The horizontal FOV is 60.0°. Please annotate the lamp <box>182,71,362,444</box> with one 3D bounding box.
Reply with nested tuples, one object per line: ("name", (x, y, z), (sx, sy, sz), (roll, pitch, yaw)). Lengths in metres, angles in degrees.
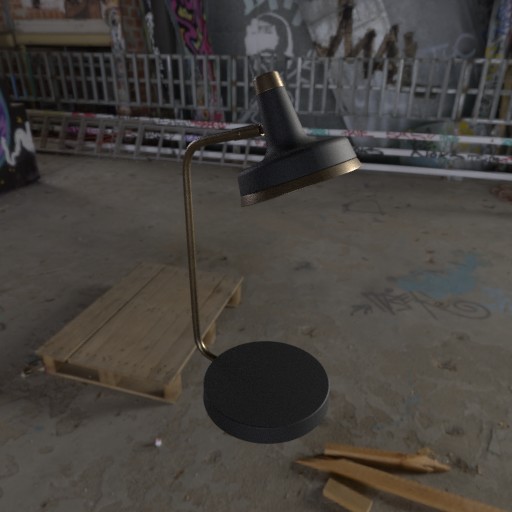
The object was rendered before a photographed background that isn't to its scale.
("lamp", (0.000, 0.000, 0.497), (0.218, 0.385, 0.162), (18, 31, 33))
